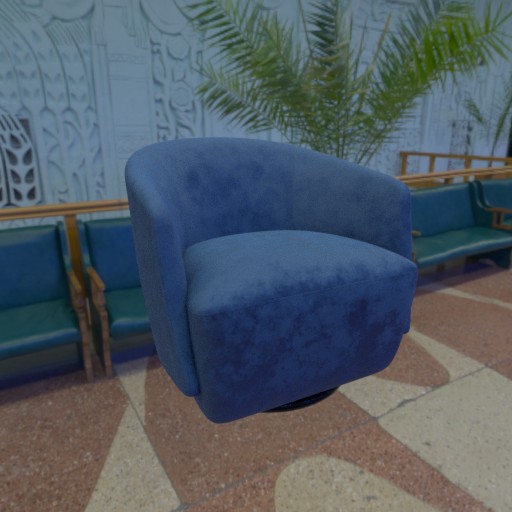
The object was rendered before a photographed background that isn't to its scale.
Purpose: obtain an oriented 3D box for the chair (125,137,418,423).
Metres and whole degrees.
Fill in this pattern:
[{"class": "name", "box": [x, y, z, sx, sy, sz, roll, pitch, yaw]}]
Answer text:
[{"class": "chair", "box": [0.000, 0.000, 1.382, 0.773, 0.698, 0.767, -9, 19, -27]}]
